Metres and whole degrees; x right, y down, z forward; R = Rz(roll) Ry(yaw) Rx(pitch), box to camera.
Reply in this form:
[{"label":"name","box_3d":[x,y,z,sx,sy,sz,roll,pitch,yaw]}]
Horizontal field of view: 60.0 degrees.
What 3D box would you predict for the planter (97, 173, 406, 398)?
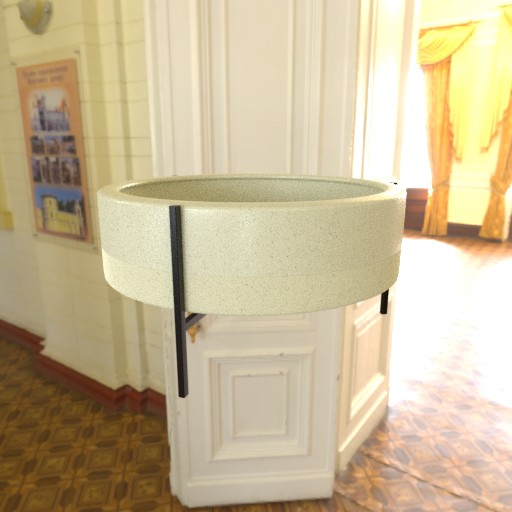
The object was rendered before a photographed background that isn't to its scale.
[{"label":"planter","box_3d":[0.000,0.000,0.528,0.345,0.171,0.336,-3,15,-9]}]
